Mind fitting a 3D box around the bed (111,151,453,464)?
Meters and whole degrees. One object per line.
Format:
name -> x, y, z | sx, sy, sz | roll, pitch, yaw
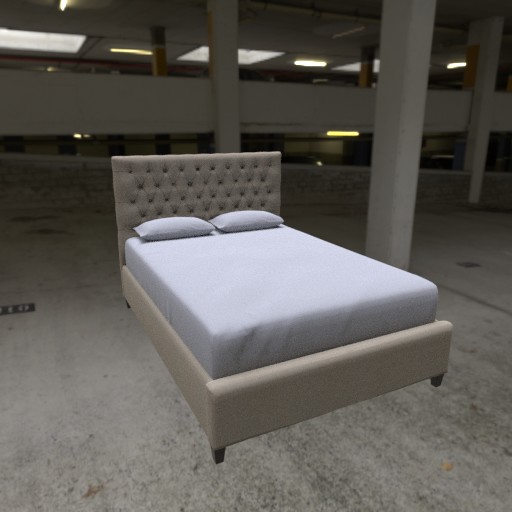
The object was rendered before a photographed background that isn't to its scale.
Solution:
bed -> 0.000, 0.000, 3.436 | 1.698, 1.427, 2.387 | -8, 18, -25
